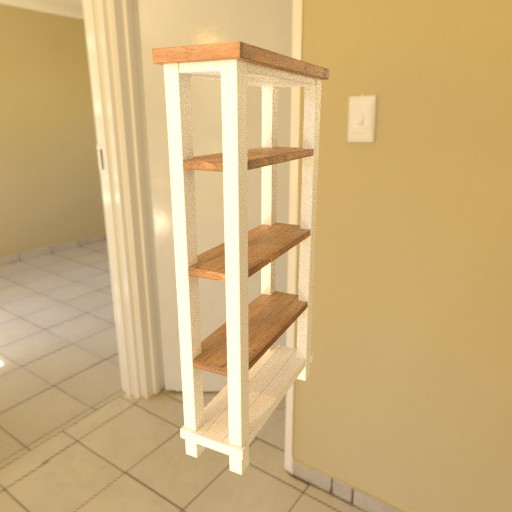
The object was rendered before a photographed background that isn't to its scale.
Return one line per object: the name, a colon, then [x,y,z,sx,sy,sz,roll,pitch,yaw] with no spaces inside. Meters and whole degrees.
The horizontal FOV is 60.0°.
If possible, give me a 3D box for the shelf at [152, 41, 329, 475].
shelf: [0.000,0.000,2.314,0.381,1.878,1.022,8,19,25]
